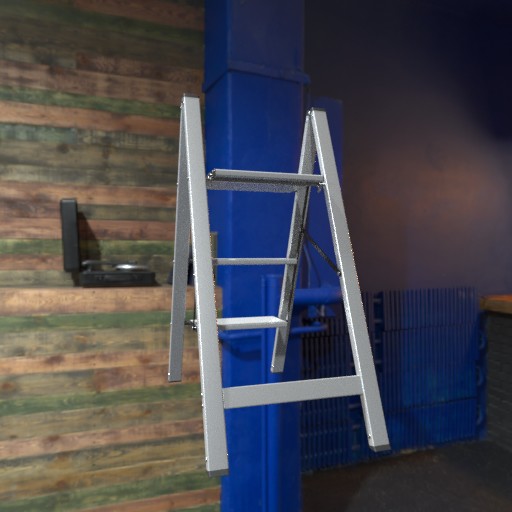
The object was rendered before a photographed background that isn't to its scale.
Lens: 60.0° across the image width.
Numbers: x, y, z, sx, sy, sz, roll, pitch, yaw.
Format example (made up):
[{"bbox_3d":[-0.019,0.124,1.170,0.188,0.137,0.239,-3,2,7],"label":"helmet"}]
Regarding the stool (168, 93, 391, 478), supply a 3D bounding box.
[{"bbox_3d":[0.000,0.000,1.316,0.441,0.902,0.730,0,0,-18],"label":"stool"}]
